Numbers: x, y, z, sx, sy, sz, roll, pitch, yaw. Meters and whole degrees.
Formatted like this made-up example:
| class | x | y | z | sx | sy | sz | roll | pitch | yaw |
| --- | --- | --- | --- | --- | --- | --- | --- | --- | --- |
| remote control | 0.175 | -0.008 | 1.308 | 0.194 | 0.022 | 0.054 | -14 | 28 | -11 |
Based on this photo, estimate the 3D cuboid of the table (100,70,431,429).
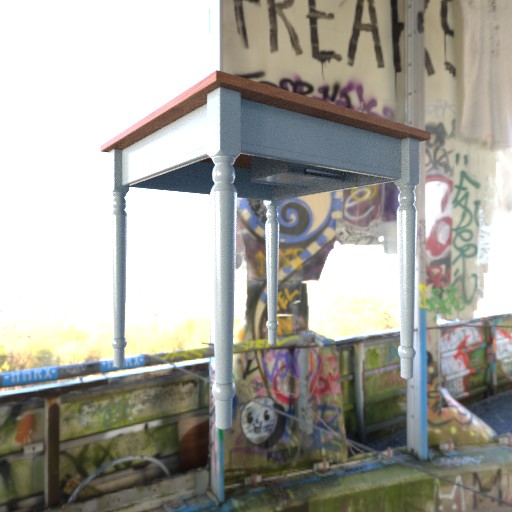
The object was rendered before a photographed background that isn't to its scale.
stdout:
| class | x | y | z | sx | sy | sz | roll | pitch | yaw |
| --- | --- | --- | --- | --- | --- | --- | --- | --- | --- |
| table | 0.000 | 0.000 | 1.400 | 0.747 | 0.738 | 0.747 | 0 | 0 | -36 |
